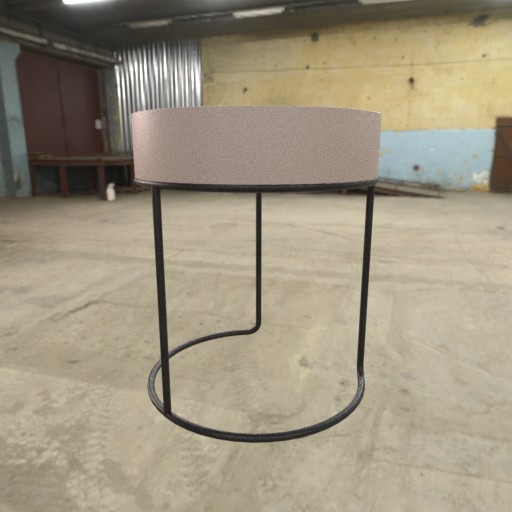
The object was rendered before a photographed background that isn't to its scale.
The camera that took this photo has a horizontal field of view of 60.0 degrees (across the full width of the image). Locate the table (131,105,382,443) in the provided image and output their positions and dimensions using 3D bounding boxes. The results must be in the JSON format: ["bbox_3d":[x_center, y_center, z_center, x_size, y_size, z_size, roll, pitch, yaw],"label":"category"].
[{"bbox_3d":[0.000,0.000,0.882,0.450,0.530,0.450,0,14,0],"label":"table"}]
